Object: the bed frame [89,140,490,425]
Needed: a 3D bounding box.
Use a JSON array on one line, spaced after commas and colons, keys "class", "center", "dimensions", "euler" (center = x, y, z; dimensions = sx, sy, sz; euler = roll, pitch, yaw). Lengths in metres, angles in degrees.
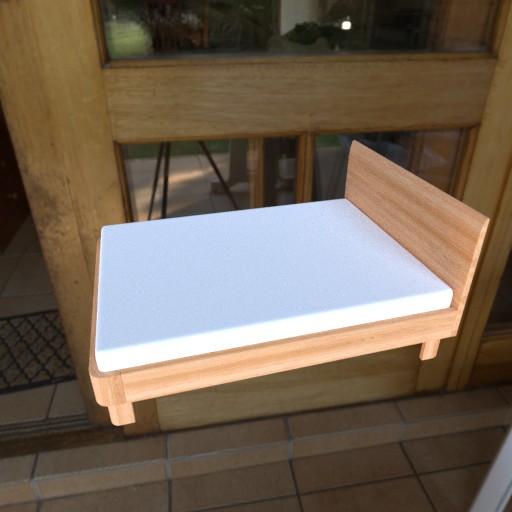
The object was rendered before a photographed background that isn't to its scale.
[{"class": "bed frame", "center": [0.000, 0.000, 2.806], "dimensions": [1.992, 0.940, 1.472], "euler": [-8, 31, -13]}]
